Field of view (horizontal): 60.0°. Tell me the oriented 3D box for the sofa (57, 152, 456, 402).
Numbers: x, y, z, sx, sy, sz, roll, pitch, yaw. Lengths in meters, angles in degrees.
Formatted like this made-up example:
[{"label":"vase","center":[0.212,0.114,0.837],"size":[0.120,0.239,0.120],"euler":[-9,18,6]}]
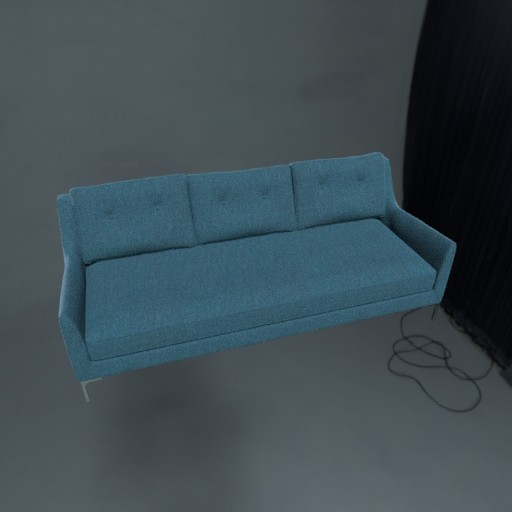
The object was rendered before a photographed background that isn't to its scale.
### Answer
[{"label":"sofa","center":[0.000,0.000,2.538],"size":[2.060,0.837,0.849],"euler":[-10,34,-14]}]
